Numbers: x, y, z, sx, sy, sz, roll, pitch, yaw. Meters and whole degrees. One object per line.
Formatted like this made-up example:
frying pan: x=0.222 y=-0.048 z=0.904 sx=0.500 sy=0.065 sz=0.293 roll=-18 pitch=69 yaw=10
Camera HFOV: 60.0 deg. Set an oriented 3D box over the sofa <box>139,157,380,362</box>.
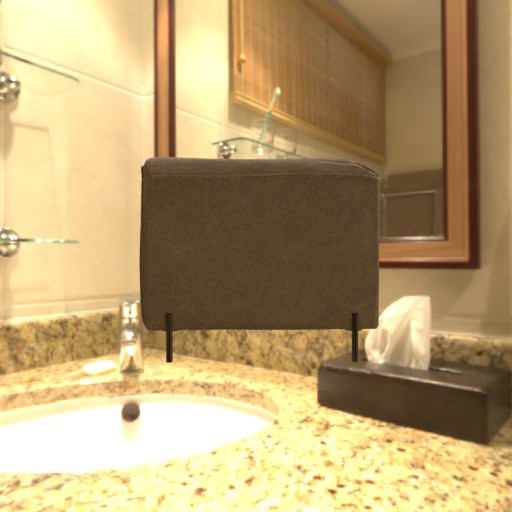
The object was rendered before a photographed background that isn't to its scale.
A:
sofa: x=0.000 y=0.000 z=2.687 sx=0.899 sy=0.758 sz=2.238 roll=0 pitch=0 yaw=-1
